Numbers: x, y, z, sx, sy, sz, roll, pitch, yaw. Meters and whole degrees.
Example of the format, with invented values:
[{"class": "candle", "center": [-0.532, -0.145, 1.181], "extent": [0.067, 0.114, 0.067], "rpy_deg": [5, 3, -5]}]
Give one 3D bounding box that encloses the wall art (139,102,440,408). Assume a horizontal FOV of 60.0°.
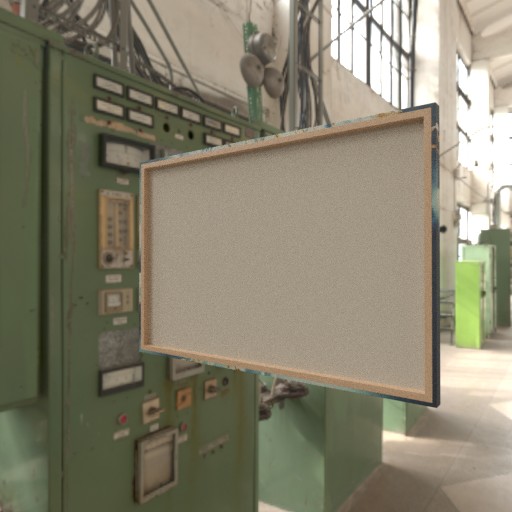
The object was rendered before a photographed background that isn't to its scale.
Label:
[{"class": "wall art", "center": [0.000, 0.000, 1.452], "extent": [1.138, 0.759, 0.035], "rpy_deg": [0, -1, 37]}]
